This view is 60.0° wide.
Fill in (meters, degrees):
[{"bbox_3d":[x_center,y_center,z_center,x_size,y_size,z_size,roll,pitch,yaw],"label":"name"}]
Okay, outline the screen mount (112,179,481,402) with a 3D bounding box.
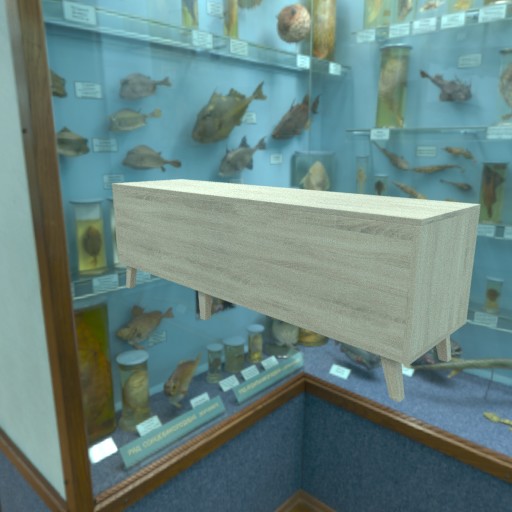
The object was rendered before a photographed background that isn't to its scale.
[{"bbox_3d":[0.000,0.000,1.765,1.500,0.510,0.400,13,19,43],"label":"screen mount"}]
